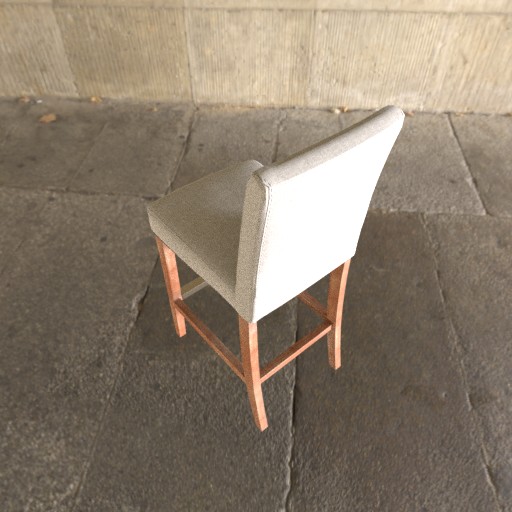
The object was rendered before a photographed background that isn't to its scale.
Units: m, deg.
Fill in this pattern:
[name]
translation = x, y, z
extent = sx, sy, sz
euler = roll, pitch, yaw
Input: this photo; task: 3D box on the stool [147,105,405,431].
[stool]
translation = 0.000, 0.000, 1.420
extent = 0.439, 1.088, 0.570
euler = -31, 53, -26
